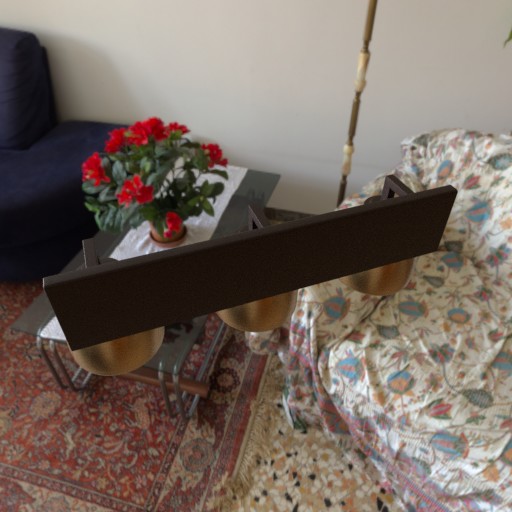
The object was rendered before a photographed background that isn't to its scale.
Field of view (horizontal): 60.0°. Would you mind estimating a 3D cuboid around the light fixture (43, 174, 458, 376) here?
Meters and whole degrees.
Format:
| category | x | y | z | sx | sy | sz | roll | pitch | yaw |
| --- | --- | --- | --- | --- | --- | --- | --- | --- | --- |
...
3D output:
| category | x | y | z | sx | sy | sz | roll | pitch | yaw |
| --- | --- | --- | --- | --- | --- | --- | --- | --- | --- |
| light fixture | 0.000 | 0.000 | 0.664 | 0.582 | 0.204 | 0.157 | -14 | 43 | -15 |
